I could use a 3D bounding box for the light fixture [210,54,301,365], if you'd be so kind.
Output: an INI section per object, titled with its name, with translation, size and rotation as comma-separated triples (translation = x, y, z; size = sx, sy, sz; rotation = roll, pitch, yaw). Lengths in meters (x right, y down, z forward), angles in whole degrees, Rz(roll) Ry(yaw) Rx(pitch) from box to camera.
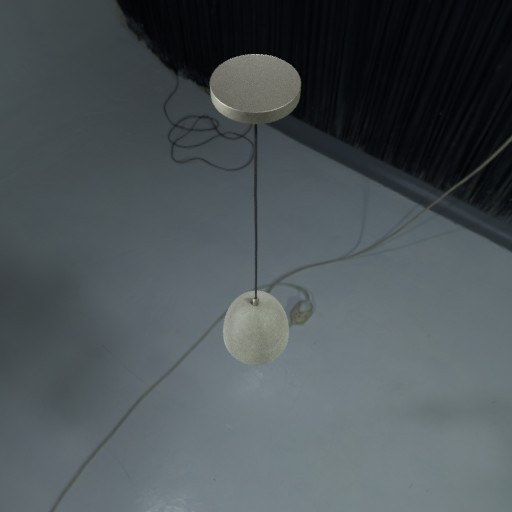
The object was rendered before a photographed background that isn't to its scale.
[light fixture]
translation = 0.000, 0.000, 0.833
size = 0.170, 0.759, 0.170
rotation = 31, 63, 18
